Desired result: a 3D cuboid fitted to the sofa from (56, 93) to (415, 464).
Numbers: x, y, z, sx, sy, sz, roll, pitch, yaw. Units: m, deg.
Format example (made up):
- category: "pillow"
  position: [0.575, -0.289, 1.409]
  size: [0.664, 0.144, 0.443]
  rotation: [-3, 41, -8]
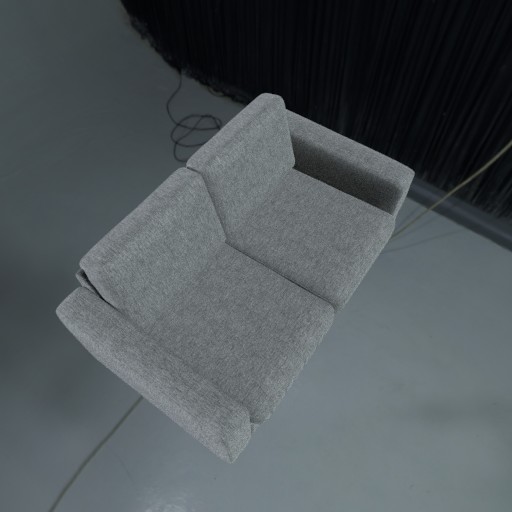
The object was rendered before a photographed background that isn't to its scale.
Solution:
- category: "sofa"
  position: [0.000, 0.000, 2.050]
  size: [0.900, 0.800, 1.520]
  rotation: [31, 63, 18]
